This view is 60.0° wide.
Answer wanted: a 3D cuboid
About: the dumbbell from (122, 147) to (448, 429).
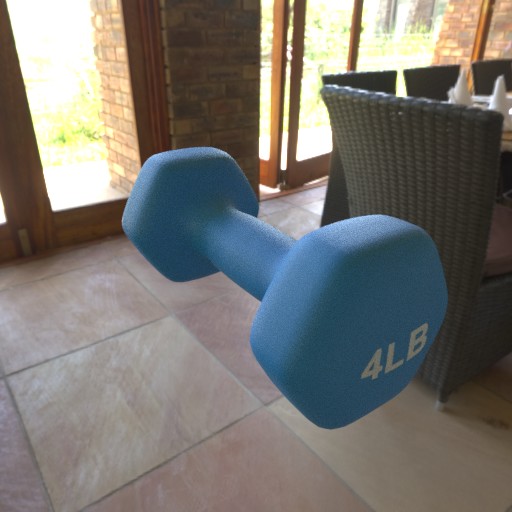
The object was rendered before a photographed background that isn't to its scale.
[{"bbox_3d":[0.000,0.000,0.189,0.074,0.066,0.152,-17,31,-30],"label":"dumbbell"}]
